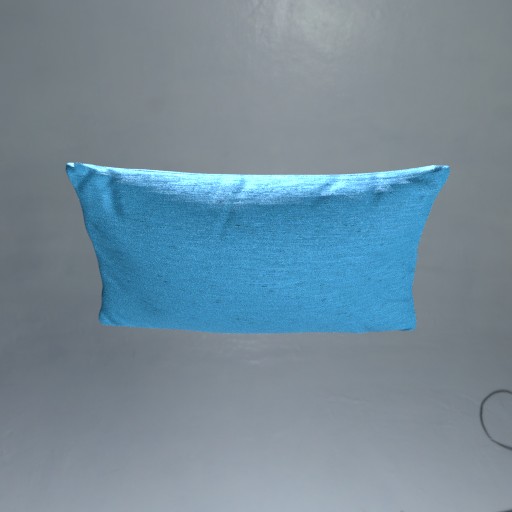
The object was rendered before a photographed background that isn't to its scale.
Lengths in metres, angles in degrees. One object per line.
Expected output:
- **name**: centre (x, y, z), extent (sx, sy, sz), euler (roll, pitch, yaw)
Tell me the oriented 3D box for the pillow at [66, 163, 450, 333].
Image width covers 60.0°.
- **pillow**: centre (0.000, 0.000, 0.800), extent (0.633, 0.338, 0.210), euler (1, 30, 1)
